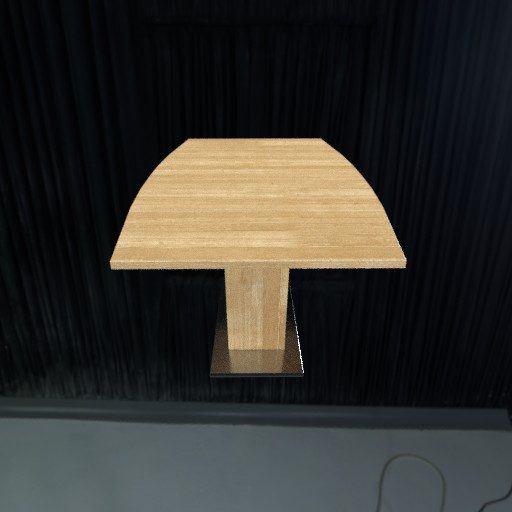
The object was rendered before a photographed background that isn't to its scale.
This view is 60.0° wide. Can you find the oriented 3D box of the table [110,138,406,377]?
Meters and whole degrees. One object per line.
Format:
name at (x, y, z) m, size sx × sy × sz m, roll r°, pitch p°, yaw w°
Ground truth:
table at (0.000, 0.000, 2.036) m, size 0.900 × 0.748 × 1.598 m, roll 0°, pitch 26°, yaw 0°
